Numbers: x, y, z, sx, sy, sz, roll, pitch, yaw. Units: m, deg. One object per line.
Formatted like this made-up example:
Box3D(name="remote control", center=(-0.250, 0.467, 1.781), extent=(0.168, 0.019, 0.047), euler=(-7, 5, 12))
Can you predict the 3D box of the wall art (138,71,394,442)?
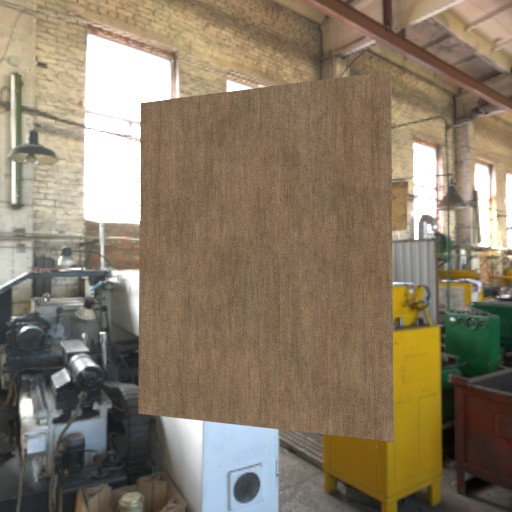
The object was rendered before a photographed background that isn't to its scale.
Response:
Box3D(name="wall art", center=(0.000, 0.000, 0.906), extent=(0.534, 0.686, 0.018), euler=(0, -1, 17))
